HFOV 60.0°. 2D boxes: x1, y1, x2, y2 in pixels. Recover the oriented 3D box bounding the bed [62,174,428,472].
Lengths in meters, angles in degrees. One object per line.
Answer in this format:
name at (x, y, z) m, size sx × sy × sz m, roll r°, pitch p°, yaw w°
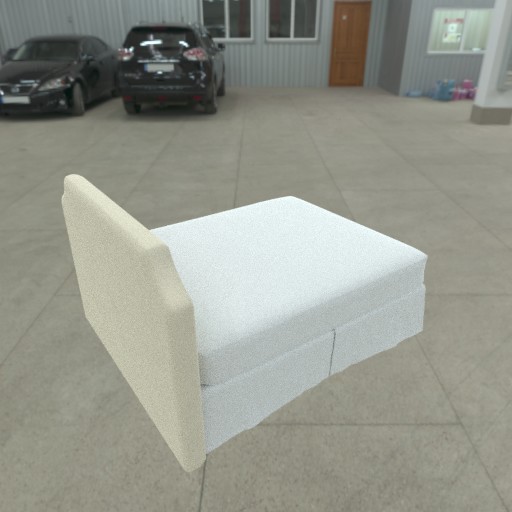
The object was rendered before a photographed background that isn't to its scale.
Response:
bed at (0.000, 0.000, 3.319) m, size 2.209 × 1.296 × 1.827 m, roll -18°, pitch 32°, yaw -31°
